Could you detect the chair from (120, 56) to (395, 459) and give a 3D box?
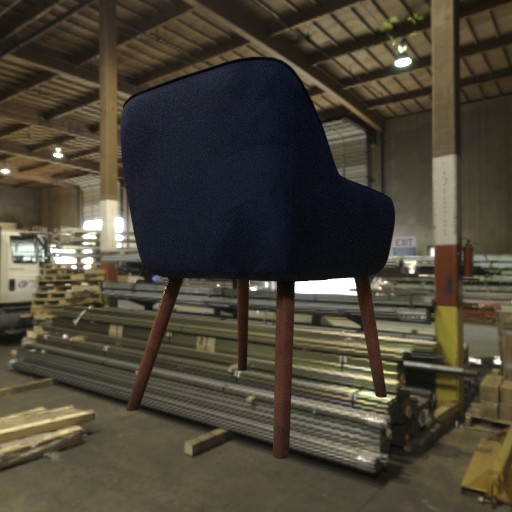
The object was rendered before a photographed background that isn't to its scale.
[{"bbox_3d":[0.000,0.000,1.239,0.600,0.820,0.600,0,0,36],"label":"chair"}]
